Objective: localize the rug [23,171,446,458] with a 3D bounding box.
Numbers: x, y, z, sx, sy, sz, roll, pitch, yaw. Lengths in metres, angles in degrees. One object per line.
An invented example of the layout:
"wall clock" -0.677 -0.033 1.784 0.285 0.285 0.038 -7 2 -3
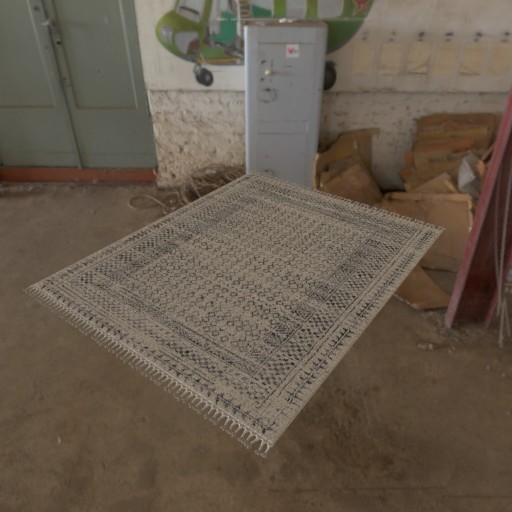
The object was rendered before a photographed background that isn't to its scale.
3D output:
"rug" 0.000 0.000 3.794 2.312 0.013 2.940 23 40 30
